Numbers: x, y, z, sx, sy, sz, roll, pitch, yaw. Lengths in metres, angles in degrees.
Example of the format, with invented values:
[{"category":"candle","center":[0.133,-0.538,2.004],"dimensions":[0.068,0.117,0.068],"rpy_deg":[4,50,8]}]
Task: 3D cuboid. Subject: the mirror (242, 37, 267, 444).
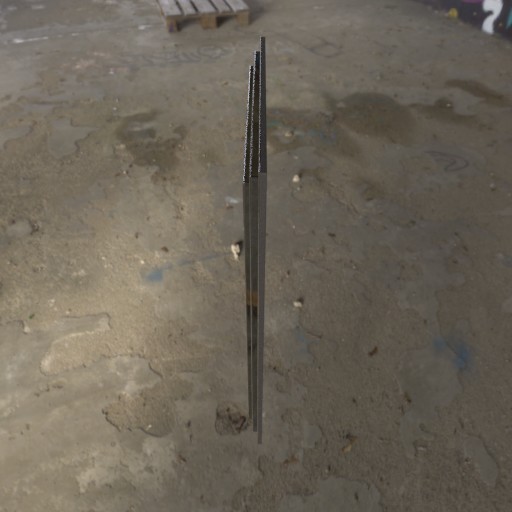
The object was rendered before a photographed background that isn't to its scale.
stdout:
[{"category":"mirror","center":[0.000,0.000,1.186],"dimensions":[0.039,0.914,0.613],"rpy_deg":[0,43,0]}]
